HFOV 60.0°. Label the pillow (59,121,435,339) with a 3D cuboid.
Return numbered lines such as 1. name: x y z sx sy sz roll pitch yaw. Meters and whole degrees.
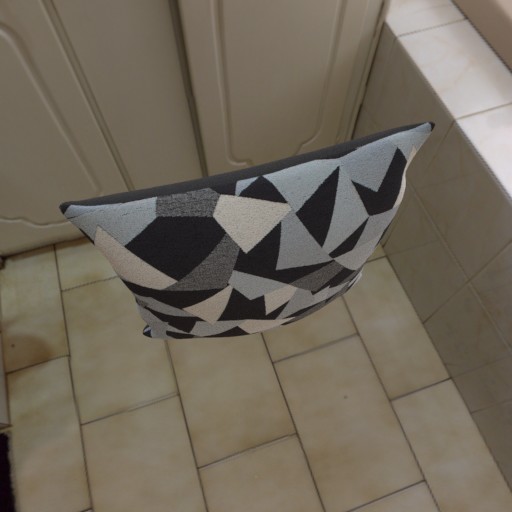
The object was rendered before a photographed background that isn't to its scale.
1. pillow: 0.000 0.000 0.765 0.503 0.496 0.208 -15 64 -7
